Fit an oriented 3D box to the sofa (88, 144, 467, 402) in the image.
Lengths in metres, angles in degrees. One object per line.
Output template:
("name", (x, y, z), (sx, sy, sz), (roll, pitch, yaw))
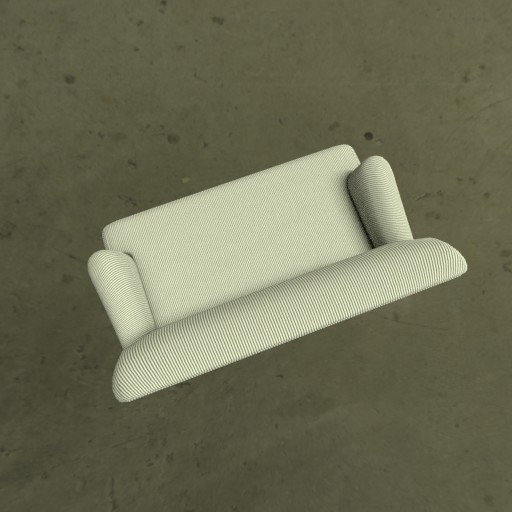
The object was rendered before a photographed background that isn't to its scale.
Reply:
("sofa", (0.000, 0.000, 1.861), (1.297, 0.889, 0.779), (-20, 76, -5))
